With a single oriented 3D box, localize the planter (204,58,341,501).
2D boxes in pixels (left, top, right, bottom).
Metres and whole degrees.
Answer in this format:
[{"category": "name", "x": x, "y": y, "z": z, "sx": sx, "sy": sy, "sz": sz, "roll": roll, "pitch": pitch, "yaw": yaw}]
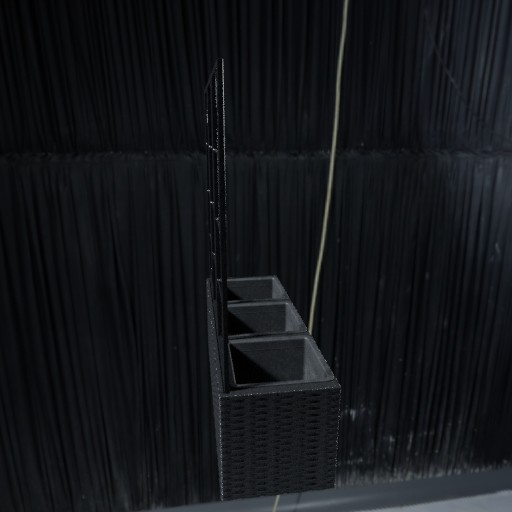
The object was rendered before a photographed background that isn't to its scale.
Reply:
[{"category": "planter", "x": 0.000, "y": 0.000, "z": 1.139, "sx": 0.244, "sy": 0.841, "sz": 0.698, "roll": -2, "pitch": 16, "yaw": -8}]
